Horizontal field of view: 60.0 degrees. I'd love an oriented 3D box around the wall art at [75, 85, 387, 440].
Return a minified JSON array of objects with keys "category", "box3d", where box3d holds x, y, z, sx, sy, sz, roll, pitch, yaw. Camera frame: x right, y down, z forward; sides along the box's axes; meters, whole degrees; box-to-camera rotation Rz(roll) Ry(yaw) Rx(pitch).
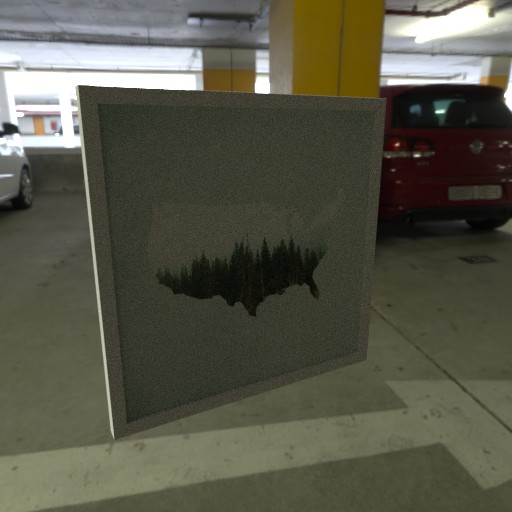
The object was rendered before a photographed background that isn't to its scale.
[{"category":"wall art","box3d":[0.000,0.000,1.104,0.762,0.762,0.038,-9,18,-28]}]
